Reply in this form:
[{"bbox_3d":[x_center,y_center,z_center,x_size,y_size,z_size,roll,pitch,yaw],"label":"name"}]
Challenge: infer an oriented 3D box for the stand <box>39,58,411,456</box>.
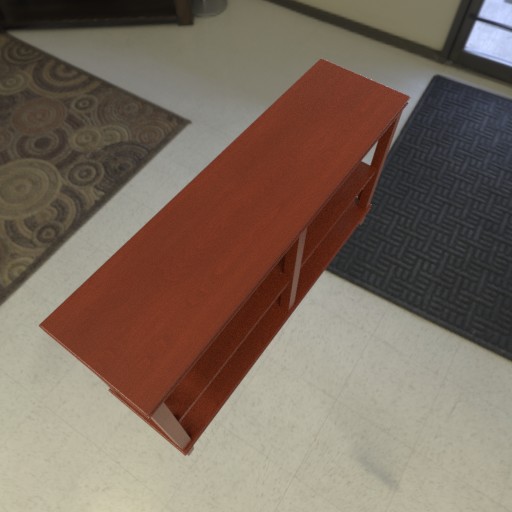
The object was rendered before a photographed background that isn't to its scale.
[{"bbox_3d":[0.000,0.000,1.690,0.381,0.762,1.372,32,64,18],"label":"stand"}]
